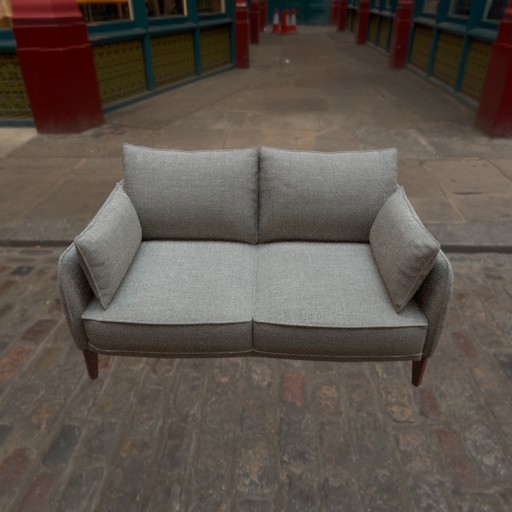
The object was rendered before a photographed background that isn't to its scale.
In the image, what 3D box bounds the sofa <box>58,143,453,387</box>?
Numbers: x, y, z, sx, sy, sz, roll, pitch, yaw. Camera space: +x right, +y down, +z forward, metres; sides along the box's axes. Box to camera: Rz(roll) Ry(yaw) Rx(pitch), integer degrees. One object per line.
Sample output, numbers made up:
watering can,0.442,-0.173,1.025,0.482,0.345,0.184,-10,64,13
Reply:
sofa,0.000,0.000,2.116,1.580,0.851,0.972,1,31,1
